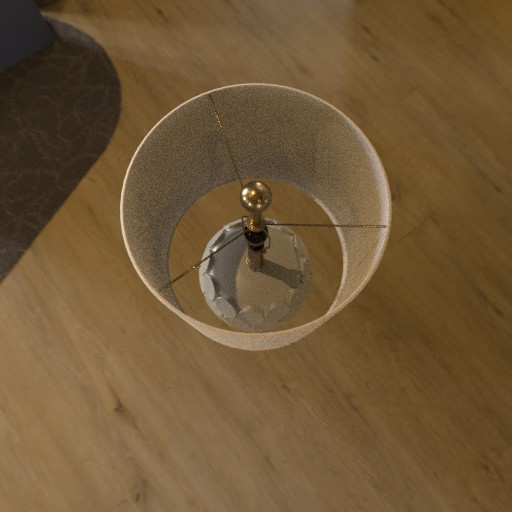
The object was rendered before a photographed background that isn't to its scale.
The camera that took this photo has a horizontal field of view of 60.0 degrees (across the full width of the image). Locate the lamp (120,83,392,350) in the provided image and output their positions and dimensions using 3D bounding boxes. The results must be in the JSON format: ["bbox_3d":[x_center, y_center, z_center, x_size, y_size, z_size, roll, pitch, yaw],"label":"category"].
[{"bbox_3d":[0.000,0.000,0.612,0.254,0.452,0.254,0,75,0],"label":"lamp"}]
